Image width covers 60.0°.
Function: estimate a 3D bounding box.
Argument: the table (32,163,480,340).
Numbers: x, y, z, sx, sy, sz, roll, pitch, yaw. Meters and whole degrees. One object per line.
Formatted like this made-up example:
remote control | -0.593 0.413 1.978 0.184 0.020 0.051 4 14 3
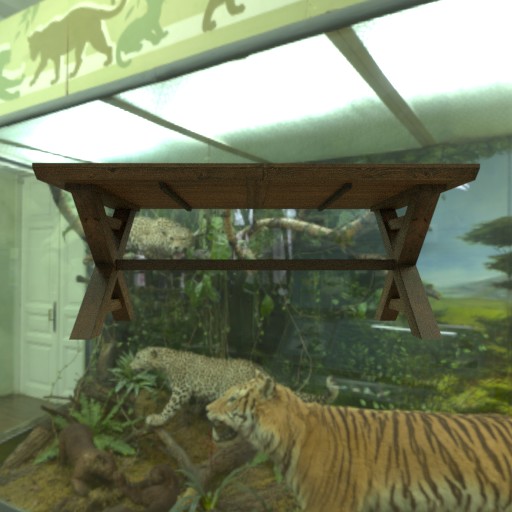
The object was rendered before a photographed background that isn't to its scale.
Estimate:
table | 0.000 0.000 2.471 1.966 0.793 1.071 0 -1 0
